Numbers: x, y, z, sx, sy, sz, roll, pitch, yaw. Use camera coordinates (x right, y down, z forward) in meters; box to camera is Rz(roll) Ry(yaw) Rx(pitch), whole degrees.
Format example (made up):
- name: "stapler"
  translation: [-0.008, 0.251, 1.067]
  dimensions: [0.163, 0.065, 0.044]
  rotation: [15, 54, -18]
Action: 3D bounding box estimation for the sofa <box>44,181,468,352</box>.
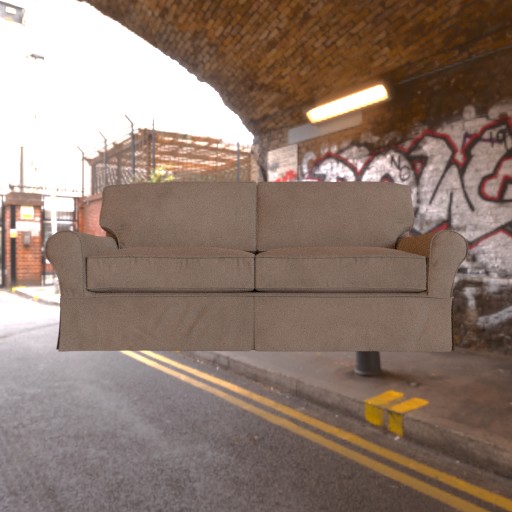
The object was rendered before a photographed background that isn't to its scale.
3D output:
- name: "sofa"
  translation: [0.000, 0.000, 2.754]
  dimensions: [2.246, 1.014, 0.900]
  rotation: [0, 0, 1]
